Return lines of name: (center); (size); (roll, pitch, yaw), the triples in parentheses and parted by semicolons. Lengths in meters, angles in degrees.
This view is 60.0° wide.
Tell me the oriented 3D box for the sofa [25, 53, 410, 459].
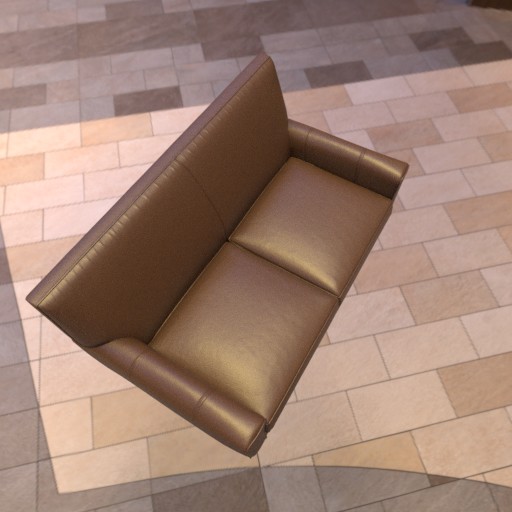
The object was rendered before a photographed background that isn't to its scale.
sofa: (0.000, 0.000, 1.984); (0.853, 0.859, 1.468); (27, 63, 15)
